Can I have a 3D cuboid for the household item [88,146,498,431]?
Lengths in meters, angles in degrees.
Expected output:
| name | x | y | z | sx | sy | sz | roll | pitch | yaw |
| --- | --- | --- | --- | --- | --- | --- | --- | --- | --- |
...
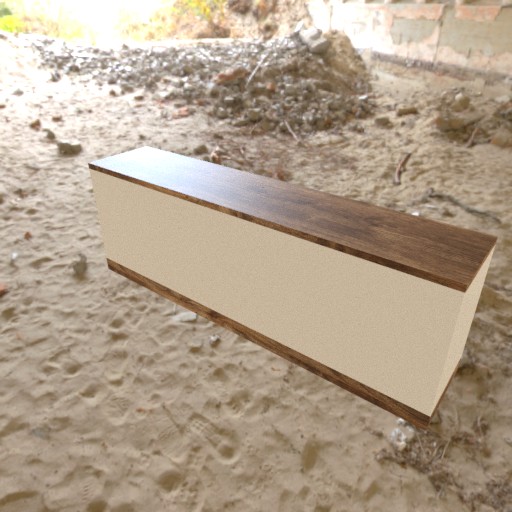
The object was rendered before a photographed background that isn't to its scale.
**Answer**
| name | x | y | z | sx | sy | sz | roll | pitch | yaw |
| --- | --- | --- | --- | --- | --- | --- | --- | --- | --- |
| household item | 0.000 | 0.000 | 2.012 | 1.800 | 0.615 | 0.390 | 21 | 36 | 32 |
